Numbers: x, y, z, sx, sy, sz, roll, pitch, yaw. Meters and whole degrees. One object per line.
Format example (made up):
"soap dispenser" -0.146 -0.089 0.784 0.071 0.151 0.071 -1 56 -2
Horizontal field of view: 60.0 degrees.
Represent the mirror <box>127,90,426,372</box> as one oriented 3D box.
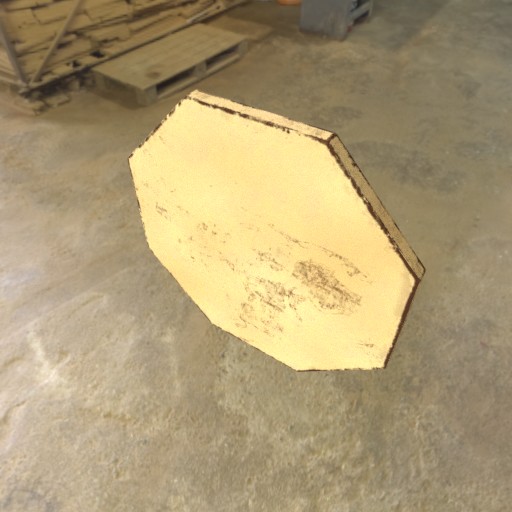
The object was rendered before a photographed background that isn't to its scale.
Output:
"mirror" 0.000 0.000 0.938 0.648 0.648 0.031 25 50 23
